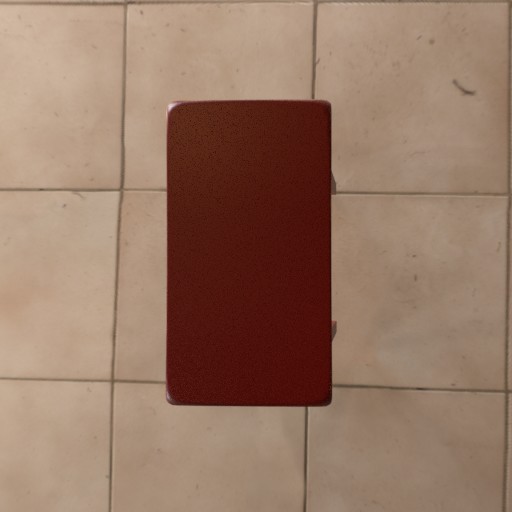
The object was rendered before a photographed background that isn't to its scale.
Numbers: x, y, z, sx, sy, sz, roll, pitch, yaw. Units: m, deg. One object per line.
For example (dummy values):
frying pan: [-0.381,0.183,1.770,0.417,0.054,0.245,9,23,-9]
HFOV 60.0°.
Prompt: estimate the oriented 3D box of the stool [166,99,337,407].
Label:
stool: [0.000,0.000,1.006,0.476,0.737,0.457,0,89,2]
